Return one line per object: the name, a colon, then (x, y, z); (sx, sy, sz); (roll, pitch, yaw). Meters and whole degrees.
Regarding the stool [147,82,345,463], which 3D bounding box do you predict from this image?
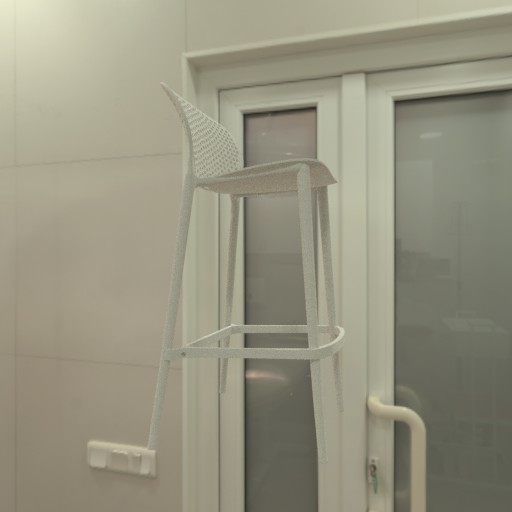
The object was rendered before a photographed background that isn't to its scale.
stool: (0.000, 0.000, 1.376); (0.535, 1.045, 0.536); (0, 0, 17)
